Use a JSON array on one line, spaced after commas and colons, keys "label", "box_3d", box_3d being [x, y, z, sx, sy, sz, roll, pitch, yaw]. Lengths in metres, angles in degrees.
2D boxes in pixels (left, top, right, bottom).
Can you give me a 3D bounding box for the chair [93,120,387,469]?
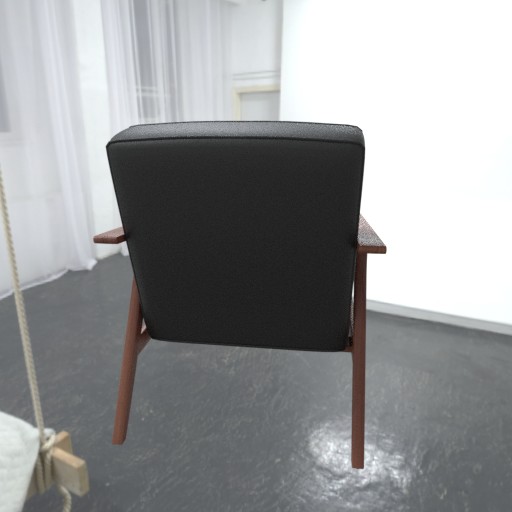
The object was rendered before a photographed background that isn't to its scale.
[{"label": "chair", "box_3d": [0.000, 0.000, 1.485, 0.719, 0.861, 0.889, 2, 17, 8]}]
